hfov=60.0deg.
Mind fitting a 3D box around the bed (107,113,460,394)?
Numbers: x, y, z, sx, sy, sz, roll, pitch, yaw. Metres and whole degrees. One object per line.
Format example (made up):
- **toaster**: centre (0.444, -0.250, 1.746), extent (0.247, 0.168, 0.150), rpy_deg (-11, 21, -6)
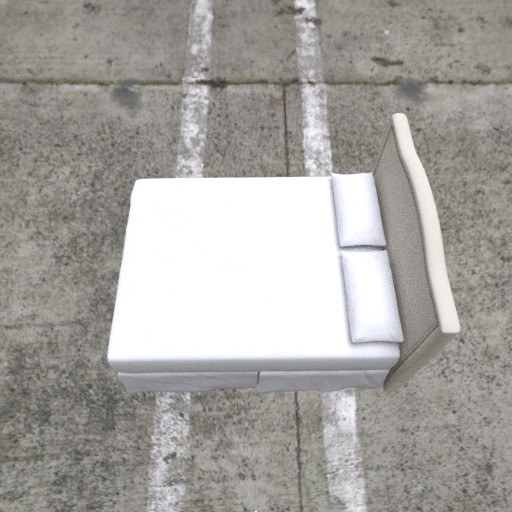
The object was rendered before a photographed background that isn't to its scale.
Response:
- **bed**: centre (0.000, 0.000, 3.344), extent (2.196, 1.449, 1.741), rpy_deg (-1, 60, 0)
